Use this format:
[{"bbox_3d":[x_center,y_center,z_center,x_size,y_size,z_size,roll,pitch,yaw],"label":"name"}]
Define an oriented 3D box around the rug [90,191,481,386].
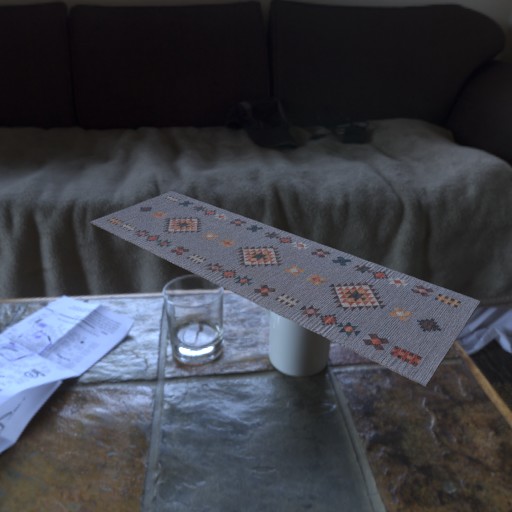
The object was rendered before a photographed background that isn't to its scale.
[{"bbox_3d":[0.000,0.000,2.742,2.432,0.008,0.766,22,37,33],"label":"rug"}]
